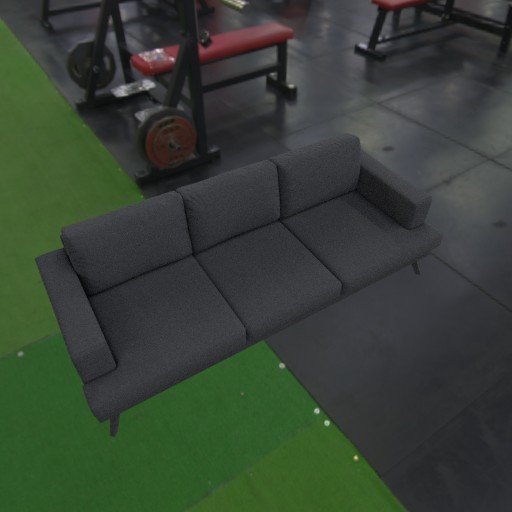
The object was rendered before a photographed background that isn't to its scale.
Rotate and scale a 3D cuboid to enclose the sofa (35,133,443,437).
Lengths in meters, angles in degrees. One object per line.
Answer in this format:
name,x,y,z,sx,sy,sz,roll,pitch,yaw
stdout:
sofa,0.000,0.000,2.695,2.310,0.810,0.920,-23,49,-22
